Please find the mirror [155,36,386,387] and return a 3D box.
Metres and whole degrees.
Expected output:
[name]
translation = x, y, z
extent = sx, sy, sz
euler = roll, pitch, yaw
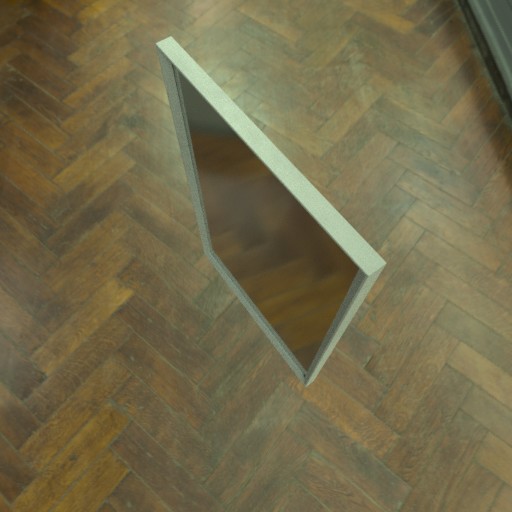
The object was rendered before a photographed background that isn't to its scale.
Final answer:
[mirror]
translation = 0.000, 0.000, 1.166
extent = 0.041, 0.915, 0.609
euler = -33, 68, -15
